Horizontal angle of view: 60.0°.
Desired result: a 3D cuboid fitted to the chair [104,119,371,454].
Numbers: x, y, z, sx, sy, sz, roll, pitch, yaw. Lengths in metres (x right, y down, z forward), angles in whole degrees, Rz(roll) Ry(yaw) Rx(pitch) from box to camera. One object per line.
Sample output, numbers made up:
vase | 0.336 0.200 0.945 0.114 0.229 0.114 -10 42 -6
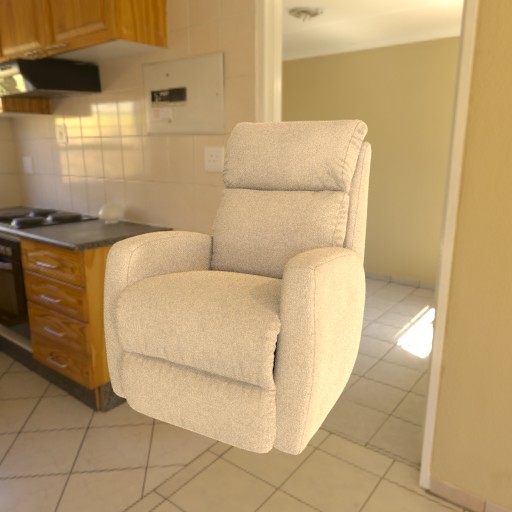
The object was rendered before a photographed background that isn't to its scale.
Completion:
chair | 0.000 0.000 1.685 0.794 1.021 0.940 7 15 27
